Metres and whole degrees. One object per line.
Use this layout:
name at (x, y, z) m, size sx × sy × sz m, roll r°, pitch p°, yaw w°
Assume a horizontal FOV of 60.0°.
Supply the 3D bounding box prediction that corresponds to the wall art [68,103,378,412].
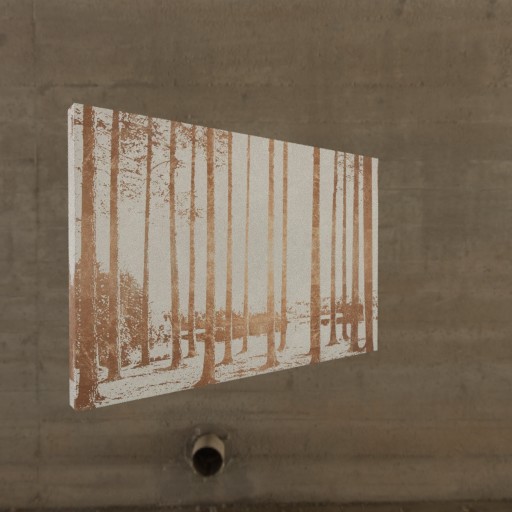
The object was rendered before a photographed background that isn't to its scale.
wall art at (0.000, 0.000, 0.773) m, size 0.609 × 0.405 × 0.035 m, roll -1°, pitch 1°, yaw -36°
